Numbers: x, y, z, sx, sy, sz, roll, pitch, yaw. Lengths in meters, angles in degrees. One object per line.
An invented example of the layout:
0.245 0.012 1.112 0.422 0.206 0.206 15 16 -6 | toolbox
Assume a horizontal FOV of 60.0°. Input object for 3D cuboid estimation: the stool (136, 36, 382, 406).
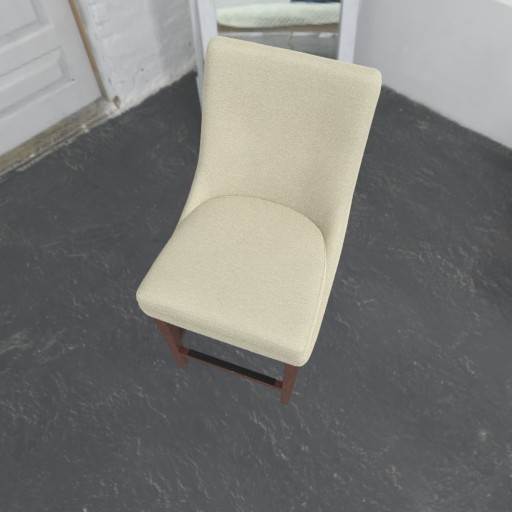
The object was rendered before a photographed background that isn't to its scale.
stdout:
0.000 0.000 1.295 0.470 0.981 0.577 17 60 10 | stool
